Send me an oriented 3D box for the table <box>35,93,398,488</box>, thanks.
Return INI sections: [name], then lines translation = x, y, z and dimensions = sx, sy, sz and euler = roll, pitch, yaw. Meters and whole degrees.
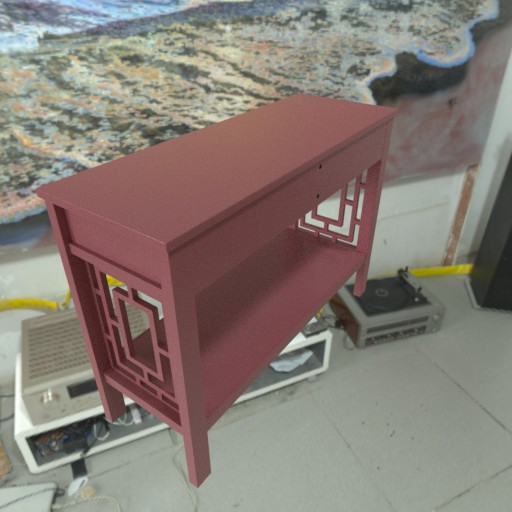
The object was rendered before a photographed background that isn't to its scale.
[table]
translation = 0.000, 0.000, 1.406
dimensions = 0.397, 0.753, 1.068
euler = 21, 38, 29
